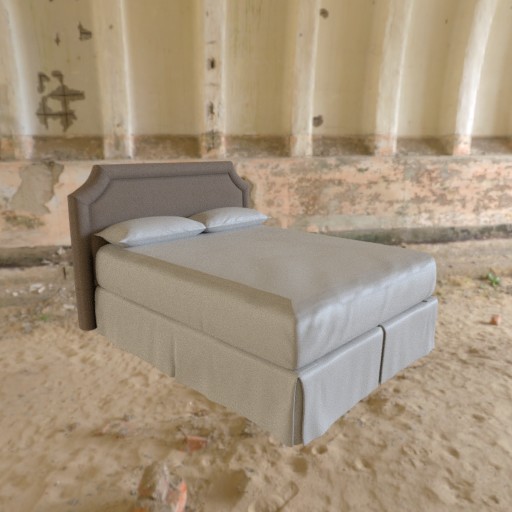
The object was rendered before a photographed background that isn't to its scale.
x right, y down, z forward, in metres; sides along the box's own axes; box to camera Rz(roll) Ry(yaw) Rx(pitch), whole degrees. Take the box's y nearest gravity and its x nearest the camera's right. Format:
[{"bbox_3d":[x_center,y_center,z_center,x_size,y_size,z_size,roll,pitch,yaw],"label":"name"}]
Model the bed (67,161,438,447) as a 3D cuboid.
[{"bbox_3d":[0.000,0.000,3.265,2.164,1.303,1.828,13,19,43],"label":"bed"}]
